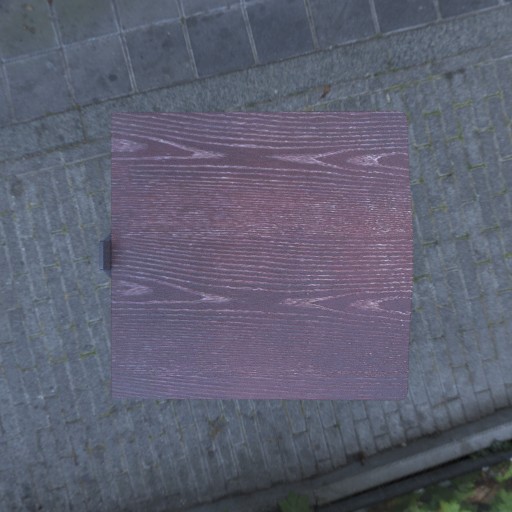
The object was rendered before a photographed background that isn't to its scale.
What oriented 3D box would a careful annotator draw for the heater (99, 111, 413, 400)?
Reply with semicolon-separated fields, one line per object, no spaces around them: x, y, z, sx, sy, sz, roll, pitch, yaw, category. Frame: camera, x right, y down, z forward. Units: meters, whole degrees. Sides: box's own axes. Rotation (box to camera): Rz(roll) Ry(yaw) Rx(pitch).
0.000;0.000;0.762;0.400;0.481;0.362;0;90;1;heater
